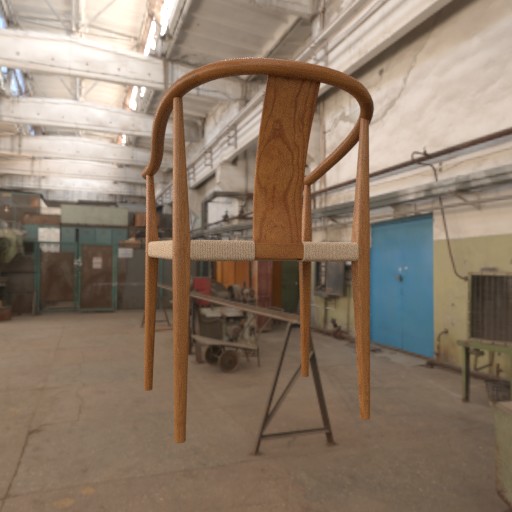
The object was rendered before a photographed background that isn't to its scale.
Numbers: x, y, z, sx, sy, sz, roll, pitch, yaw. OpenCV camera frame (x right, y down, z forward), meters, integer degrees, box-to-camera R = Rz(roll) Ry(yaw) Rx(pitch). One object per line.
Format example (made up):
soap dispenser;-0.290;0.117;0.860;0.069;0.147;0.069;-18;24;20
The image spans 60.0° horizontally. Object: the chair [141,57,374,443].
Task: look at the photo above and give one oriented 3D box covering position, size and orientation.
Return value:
chair;0.000;0.000;1.177;0.556;0.800;0.579;0;-1;-18
